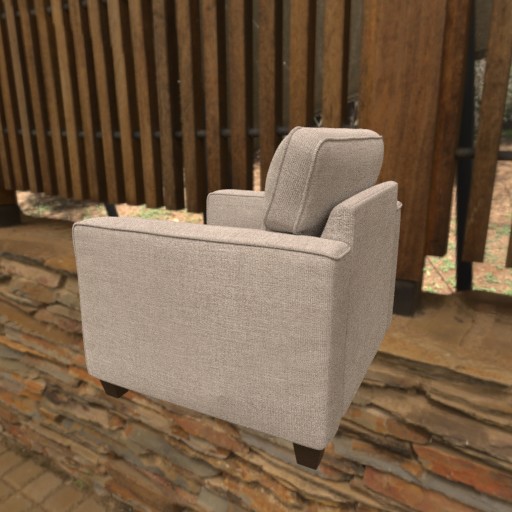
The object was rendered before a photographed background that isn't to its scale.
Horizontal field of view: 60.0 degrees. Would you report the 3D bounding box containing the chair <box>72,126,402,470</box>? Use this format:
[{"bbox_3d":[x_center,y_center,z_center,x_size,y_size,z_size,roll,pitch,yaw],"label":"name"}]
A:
[{"bbox_3d":[0.000,0.000,1.741,0.939,0.965,1.015,8,17,26],"label":"chair"}]
